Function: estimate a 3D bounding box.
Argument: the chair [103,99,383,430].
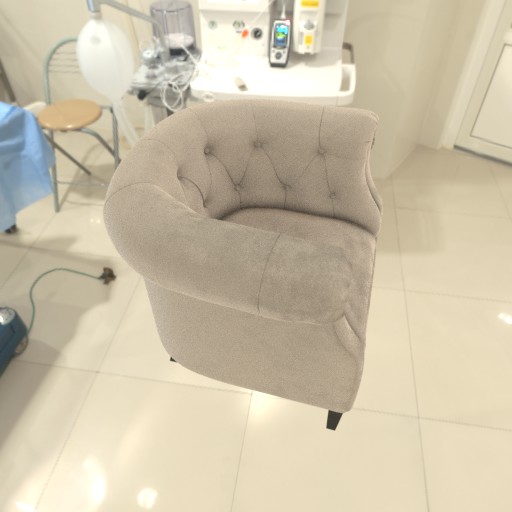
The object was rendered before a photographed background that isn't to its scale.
[{"bbox_3d":[0.000,0.000,1.578,0.851,0.826,0.904,11,46,11],"label":"chair"}]
